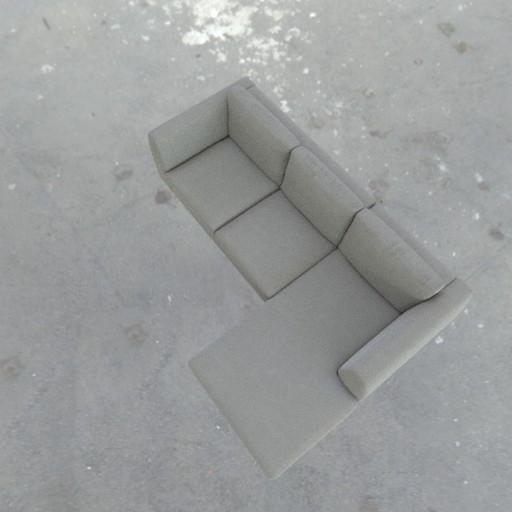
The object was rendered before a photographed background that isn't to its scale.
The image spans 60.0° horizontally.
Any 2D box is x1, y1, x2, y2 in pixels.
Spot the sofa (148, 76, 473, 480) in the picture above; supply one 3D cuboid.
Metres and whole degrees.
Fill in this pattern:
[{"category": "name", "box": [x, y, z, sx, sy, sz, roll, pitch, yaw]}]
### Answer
[{"category": "sofa", "box": [0.000, 0.000, 3.037, 1.580, 0.860, 2.300, -35, 70, -15]}]
